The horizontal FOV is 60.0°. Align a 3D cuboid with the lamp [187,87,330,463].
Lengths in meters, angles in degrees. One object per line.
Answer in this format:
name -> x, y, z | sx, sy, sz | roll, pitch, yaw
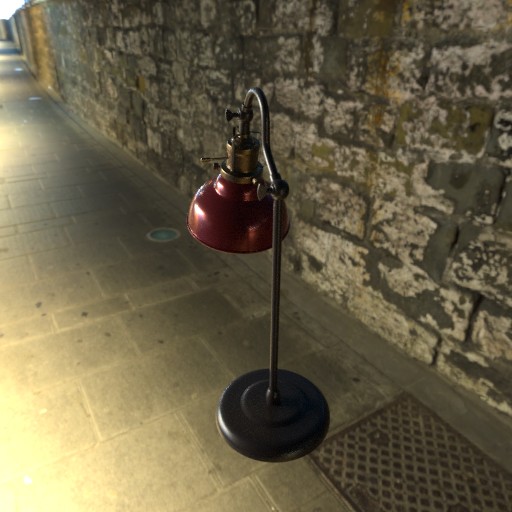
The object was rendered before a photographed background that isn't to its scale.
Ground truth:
lamp -> 0.000, 0.000, 0.709 | 0.192, 0.508, 0.374 | -8, 28, -16
